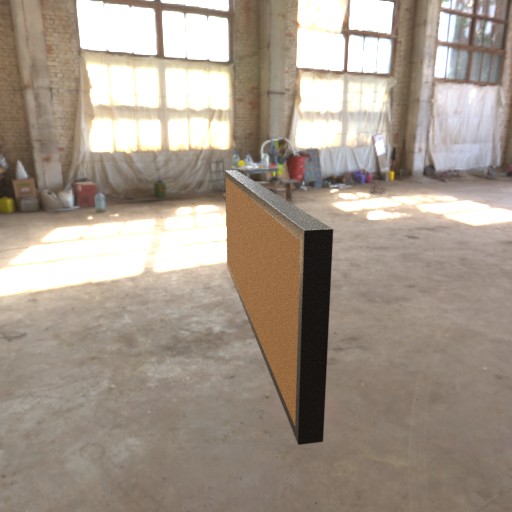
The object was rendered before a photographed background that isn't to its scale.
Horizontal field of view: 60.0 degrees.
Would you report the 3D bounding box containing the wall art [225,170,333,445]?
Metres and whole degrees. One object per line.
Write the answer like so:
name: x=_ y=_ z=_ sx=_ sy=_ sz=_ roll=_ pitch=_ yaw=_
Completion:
wall art: x=0.000 y=0.000 z=0.982 sx=0.037 sy=0.303 sz=0.860 roll=-3 pitch=16 yaw=-10
